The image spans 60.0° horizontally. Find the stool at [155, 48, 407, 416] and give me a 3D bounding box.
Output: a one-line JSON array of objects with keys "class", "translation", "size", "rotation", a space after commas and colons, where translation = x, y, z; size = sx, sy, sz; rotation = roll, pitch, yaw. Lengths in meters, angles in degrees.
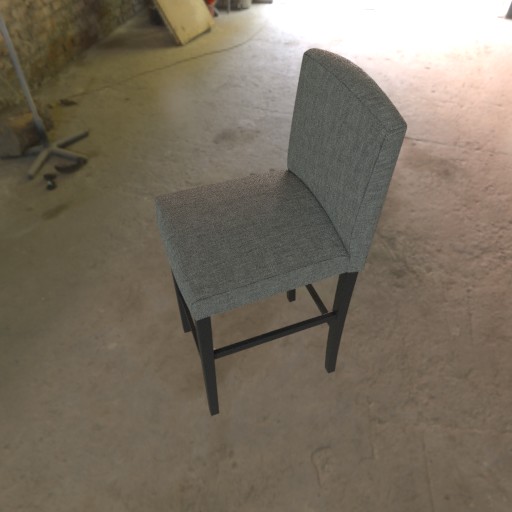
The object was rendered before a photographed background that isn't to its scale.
[{"class": "stool", "translation": [0.000, 0.000, 1.423], "size": [0.552, 1.138, 0.451], "rotation": [-16, 49, -14]}]
